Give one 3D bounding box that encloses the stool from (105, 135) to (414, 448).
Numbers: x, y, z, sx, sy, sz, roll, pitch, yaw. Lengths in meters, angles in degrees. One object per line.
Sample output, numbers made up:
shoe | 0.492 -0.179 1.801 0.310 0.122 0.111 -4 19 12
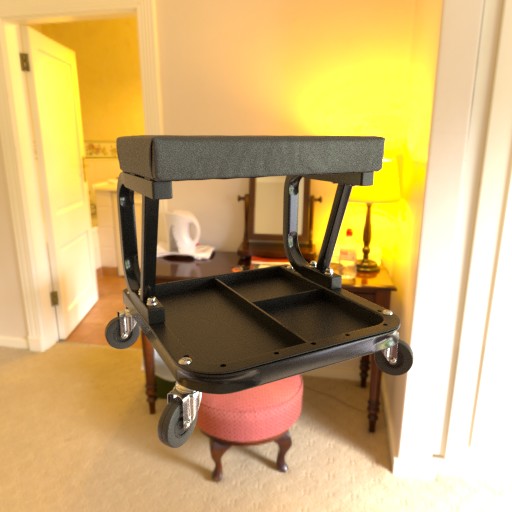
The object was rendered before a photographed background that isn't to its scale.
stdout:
stool | 0.000 0.000 0.724 0.446 0.380 0.371 -8 17 -27
